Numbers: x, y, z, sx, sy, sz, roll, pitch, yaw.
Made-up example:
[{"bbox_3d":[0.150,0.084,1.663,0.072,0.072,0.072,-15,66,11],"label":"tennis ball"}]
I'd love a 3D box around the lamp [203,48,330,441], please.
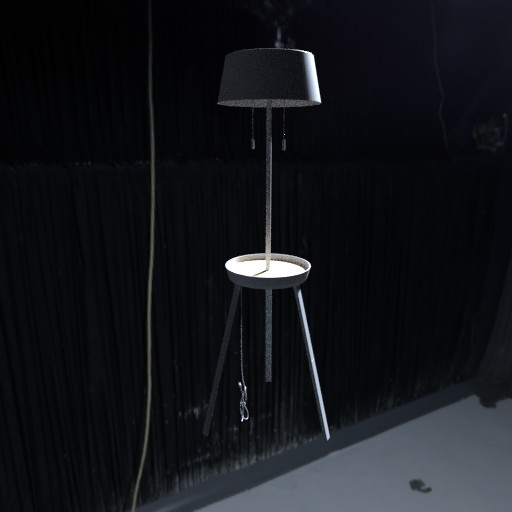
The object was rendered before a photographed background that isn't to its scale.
[{"bbox_3d":[0.000,0.000,1.688,0.468,1.429,0.508,-8,17,-26],"label":"lamp"}]
